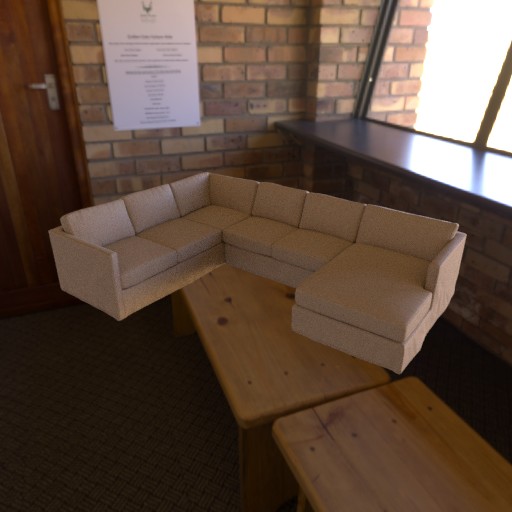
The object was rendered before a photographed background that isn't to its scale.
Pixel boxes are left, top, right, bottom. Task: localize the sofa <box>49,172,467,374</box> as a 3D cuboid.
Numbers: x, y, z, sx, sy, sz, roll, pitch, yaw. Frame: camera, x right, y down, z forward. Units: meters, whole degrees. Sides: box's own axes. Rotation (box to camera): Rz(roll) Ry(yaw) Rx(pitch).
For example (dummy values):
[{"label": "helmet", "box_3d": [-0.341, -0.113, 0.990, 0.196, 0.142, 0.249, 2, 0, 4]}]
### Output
[{"label": "sofa", "box_3d": [0.000, 0.000, 4.523, 3.460, 0.882, 2.427, 18, 30, 33]}]
